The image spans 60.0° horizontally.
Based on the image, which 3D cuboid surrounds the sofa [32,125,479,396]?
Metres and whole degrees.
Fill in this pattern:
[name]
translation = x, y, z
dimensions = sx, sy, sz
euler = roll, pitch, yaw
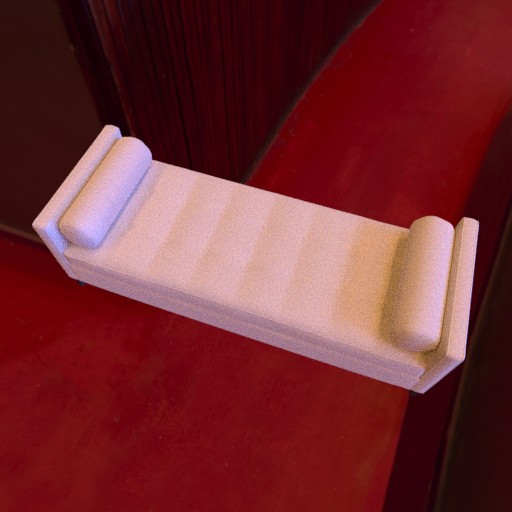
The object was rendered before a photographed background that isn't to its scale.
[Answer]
[sofa]
translation = 0.000, 0.000, 2.326
dimensions = 1.985, 0.641, 0.746
euler = 17, 60, 10
